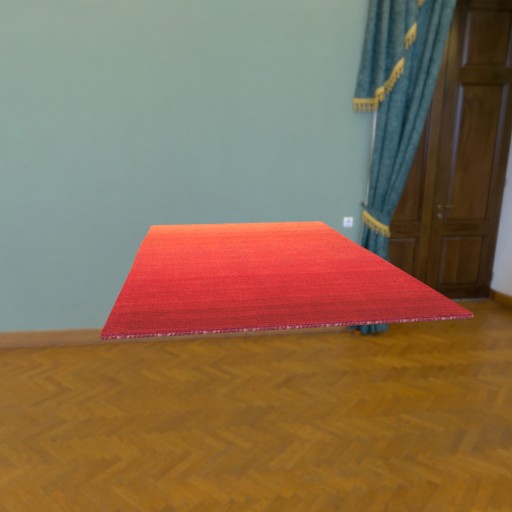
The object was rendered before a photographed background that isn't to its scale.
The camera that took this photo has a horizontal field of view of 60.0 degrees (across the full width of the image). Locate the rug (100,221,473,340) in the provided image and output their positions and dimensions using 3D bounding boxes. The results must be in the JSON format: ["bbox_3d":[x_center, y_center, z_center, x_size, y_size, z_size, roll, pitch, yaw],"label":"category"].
[{"bbox_3d":[0.000,0.000,2.284,1.230,0.018,1.835,-2,14,-8],"label":"rug"}]
